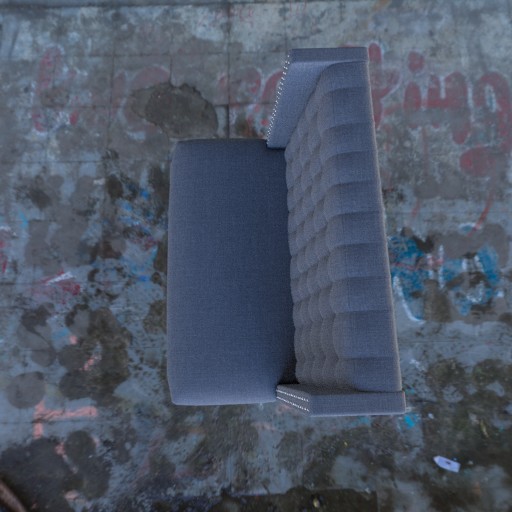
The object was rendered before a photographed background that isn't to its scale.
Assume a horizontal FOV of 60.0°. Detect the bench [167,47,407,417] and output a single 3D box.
[{"bbox_3d":[0.000,0.000,1.974,0.842,1.121,1.276,-2,76,0],"label":"bench"}]
